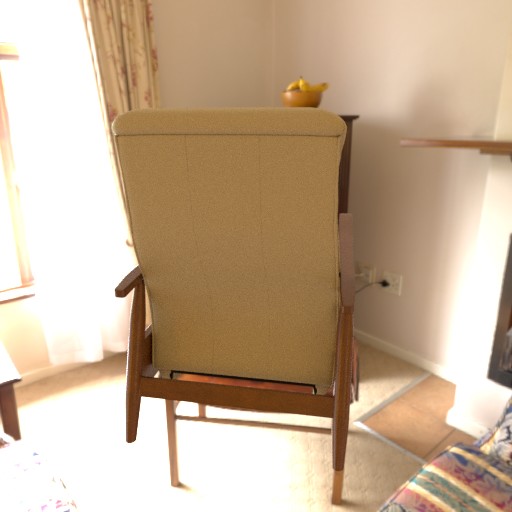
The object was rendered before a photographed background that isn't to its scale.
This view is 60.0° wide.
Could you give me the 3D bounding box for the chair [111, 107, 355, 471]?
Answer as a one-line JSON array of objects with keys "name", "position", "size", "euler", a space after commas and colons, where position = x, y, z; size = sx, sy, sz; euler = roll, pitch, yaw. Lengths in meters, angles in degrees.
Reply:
[{"name": "chair", "position": [0.000, 0.000, 1.756], "size": [0.762, 1.082, 1.014], "euler": [3, 17, 10]}]
